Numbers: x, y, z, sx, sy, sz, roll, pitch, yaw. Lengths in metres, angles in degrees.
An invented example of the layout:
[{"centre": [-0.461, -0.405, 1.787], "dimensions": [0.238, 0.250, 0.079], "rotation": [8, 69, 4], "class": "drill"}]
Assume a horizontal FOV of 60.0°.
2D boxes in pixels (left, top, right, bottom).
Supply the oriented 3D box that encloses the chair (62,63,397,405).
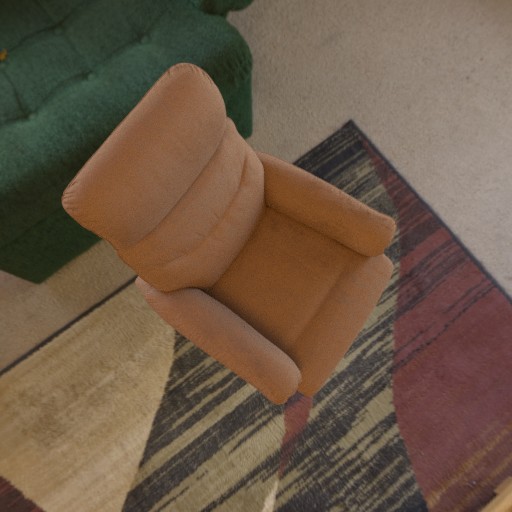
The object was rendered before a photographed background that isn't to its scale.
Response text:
[{"centre": [0.000, 0.000, 1.722], "dimensions": [1.004, 1.037, 0.820], "rotation": [34, 78, 8], "class": "chair"}]
